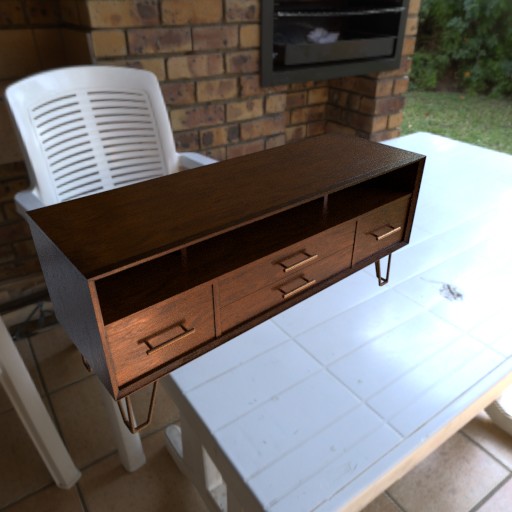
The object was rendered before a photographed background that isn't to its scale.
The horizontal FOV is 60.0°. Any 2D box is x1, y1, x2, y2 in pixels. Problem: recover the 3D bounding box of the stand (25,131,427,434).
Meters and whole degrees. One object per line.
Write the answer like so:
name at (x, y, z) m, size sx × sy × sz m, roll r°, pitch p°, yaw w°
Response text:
stand at (0.000, 0.000, 1.681) m, size 1.372 × 0.610 × 0.481 m, roll -23°, pitch 38°, yaw -33°
